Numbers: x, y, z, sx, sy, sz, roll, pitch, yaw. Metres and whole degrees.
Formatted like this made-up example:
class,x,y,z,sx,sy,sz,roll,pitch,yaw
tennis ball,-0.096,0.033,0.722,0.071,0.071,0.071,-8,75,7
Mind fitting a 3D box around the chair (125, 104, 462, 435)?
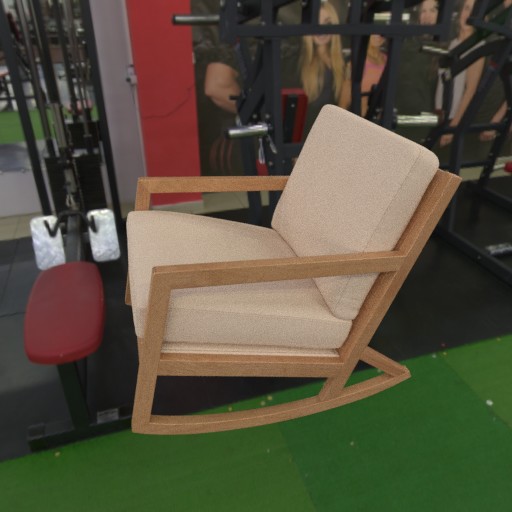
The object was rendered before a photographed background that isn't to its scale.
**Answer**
class,x,y,z,sx,sy,sz,roll,pitch,yaw
chair,0.000,0.000,1.382,0.857,0.790,0.622,-8,31,-14
